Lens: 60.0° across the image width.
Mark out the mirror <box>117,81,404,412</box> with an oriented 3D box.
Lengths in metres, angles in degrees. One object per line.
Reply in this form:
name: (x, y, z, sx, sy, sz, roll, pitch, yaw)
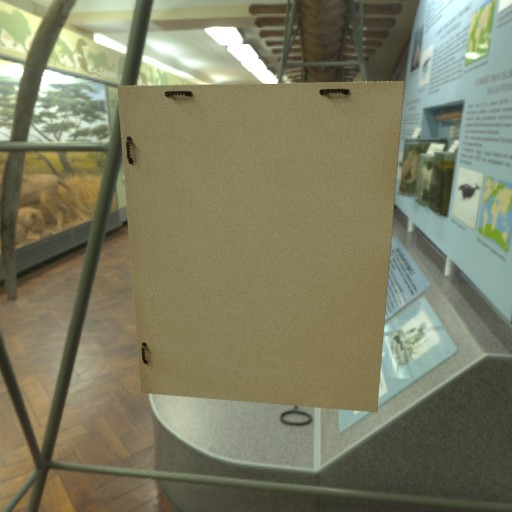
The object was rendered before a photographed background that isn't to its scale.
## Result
mirror: (0.000, 0.000, 0.701, 0.405, 0.508, 0.041, 2, 15, 8)
